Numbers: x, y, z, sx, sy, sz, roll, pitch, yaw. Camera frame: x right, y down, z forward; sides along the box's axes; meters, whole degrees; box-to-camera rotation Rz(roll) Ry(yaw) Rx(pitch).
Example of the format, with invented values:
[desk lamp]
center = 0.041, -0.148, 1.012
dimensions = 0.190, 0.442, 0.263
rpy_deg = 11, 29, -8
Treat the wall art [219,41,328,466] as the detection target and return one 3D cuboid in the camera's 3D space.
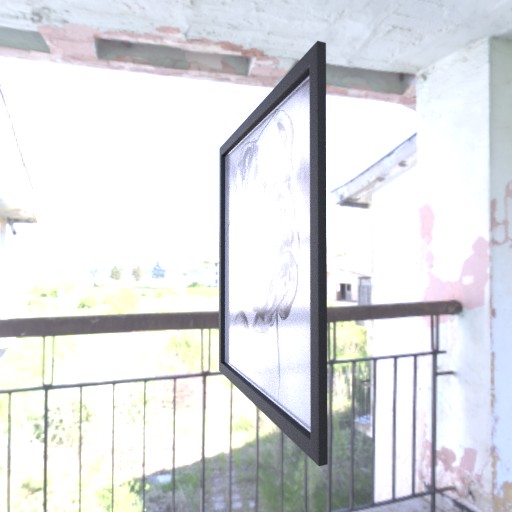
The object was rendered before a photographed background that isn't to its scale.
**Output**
[wall art]
center = 0.000, 0.000, 1.001
dimensions = 0.016, 0.659, 0.663
rpy_deg = 0, -1, -18
